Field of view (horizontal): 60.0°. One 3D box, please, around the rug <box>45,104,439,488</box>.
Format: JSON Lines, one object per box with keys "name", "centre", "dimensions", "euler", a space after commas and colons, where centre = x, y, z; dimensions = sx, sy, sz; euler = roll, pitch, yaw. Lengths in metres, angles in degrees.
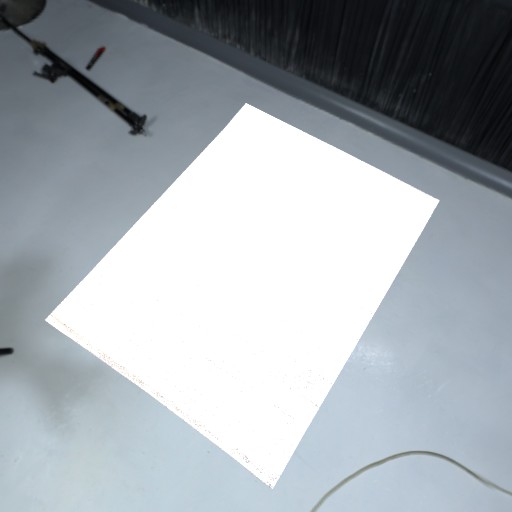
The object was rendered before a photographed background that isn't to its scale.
{"name": "rug", "centre": [0.000, 0.000, 5.049], "dimensions": [2.873, 0.053, 3.778], "euler": [31, 67, 15]}
